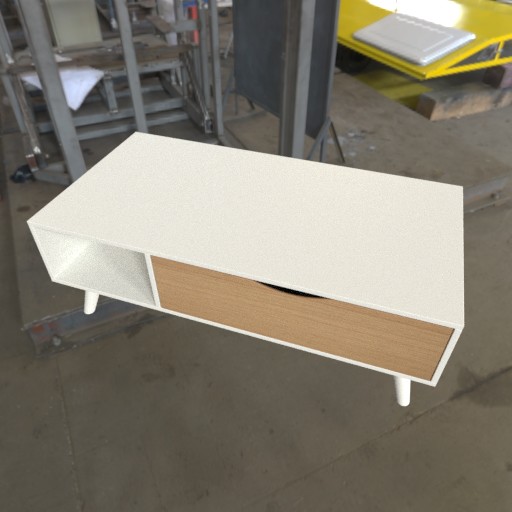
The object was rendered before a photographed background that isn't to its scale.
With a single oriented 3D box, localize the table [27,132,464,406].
[{"bbox_3d":[0.000,0.000,1.494,1.194,0.432,0.609,13,43,14],"label":"table"}]
